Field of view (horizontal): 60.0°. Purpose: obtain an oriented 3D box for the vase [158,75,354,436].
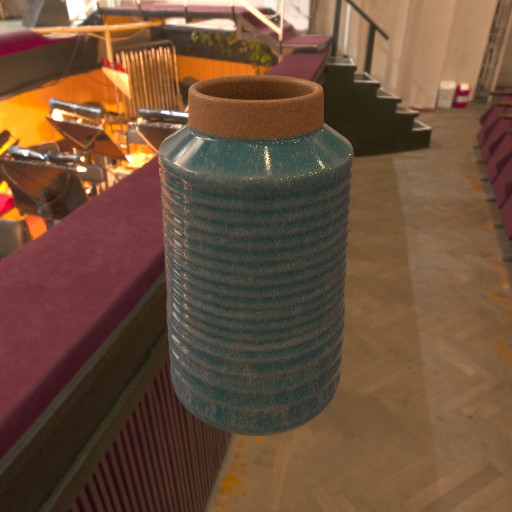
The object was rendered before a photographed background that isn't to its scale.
[{"bbox_3d":[0.000,0.000,0.367,0.163,0.267,0.163,0,31,0],"label":"vase"}]
